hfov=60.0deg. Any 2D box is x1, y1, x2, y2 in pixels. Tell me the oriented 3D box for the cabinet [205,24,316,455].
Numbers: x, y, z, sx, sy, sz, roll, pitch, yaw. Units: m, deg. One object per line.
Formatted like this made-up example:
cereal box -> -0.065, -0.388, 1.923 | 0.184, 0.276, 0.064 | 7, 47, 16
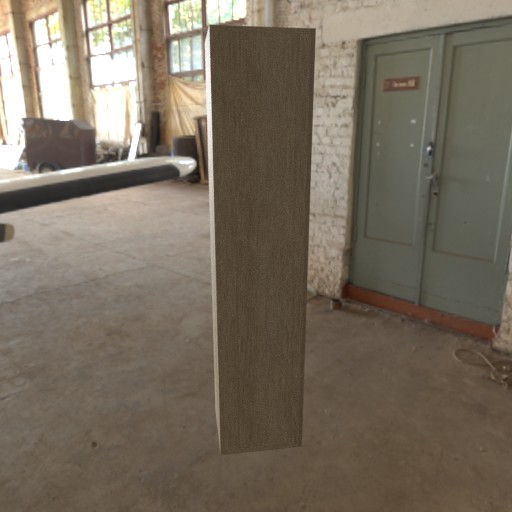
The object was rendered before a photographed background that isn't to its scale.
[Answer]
cabinet -> 0.000, 0.000, 1.550 | 0.300, 1.400, 0.270 | -2, 16, -9
